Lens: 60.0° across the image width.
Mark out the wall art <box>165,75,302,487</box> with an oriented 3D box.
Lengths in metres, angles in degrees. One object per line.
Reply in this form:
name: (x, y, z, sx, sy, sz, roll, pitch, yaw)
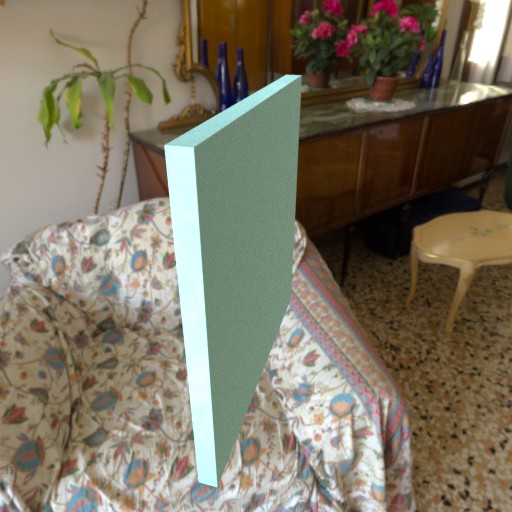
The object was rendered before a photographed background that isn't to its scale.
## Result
wall art: (0.000, 0.000, 0.887, 0.036, 0.603, 0.603, 8, 30, 14)
